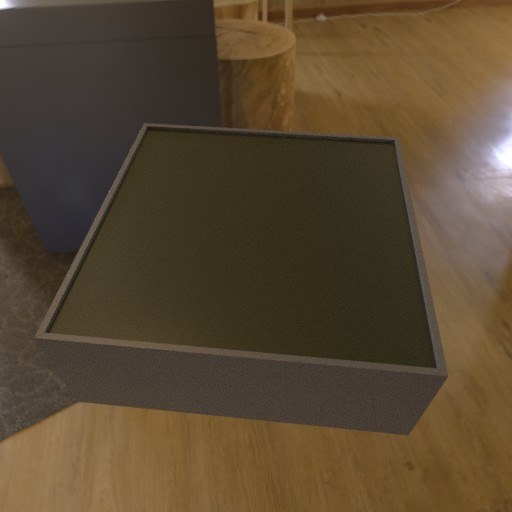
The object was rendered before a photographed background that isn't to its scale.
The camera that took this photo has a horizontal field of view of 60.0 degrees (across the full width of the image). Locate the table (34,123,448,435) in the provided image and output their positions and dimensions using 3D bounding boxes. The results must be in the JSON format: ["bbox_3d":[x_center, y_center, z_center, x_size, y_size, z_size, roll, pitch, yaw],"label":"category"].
[{"bbox_3d":[0.000,0.000,1.230,0.801,0.299,0.801,4,48,4],"label":"table"}]
